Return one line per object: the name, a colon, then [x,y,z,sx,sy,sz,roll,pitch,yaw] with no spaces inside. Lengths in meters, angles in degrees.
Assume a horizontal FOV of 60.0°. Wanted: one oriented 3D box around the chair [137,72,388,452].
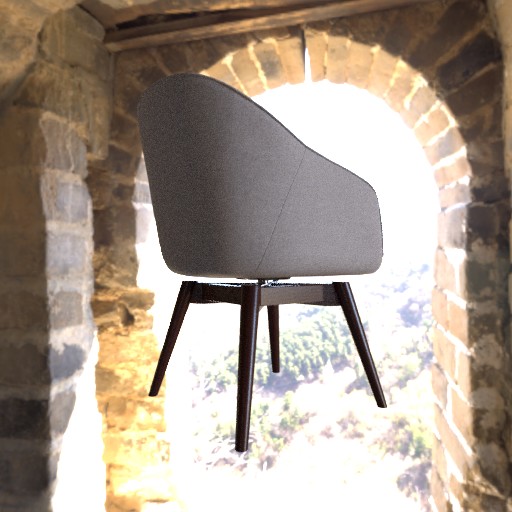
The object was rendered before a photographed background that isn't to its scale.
chair: [0.000,0.000,1.246,0.635,0.823,0.596,0,-1,-36]
